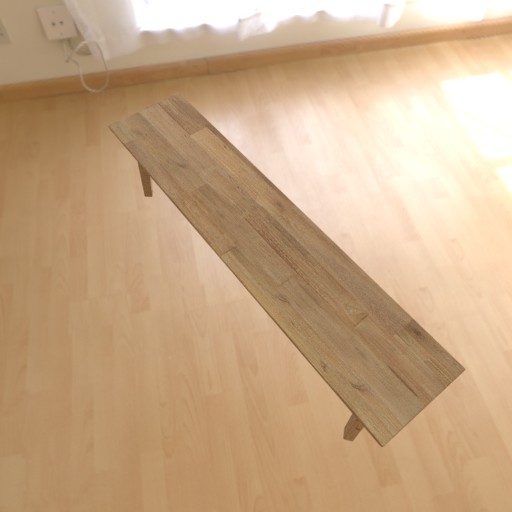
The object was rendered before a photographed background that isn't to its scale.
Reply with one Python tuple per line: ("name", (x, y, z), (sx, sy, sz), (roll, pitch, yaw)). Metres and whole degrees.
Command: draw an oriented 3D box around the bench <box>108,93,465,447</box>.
("bench", (0.000, 0.000, 1.886), (0.378, 0.431, 1.698), (-33, 64, -19))
